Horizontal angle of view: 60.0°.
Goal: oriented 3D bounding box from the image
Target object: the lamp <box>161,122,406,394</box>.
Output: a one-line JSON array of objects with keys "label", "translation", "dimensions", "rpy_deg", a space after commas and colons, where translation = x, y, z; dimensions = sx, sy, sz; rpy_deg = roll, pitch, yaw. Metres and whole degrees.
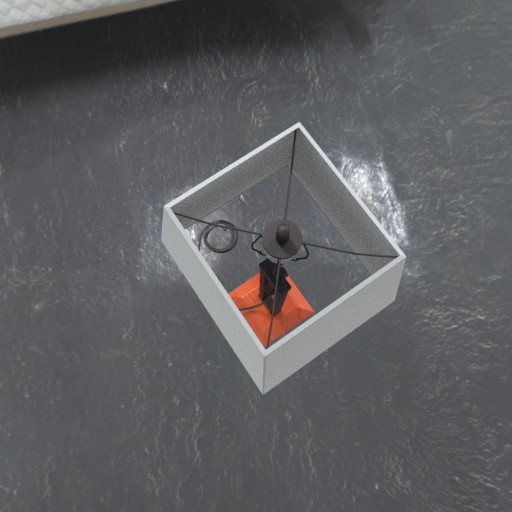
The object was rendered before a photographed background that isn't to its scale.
[{"label": "lamp", "translation": [0.000, 0.000, 0.993], "dimensions": [0.310, 0.737, 0.498], "rpy_deg": [-33, 78, -8]}]
